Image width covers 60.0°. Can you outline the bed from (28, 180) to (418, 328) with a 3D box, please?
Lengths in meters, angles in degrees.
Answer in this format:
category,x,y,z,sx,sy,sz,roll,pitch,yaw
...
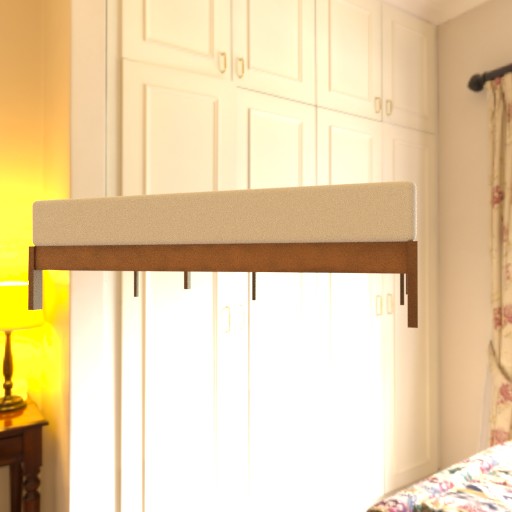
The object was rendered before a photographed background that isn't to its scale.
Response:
category,x,y,z,sx,sy,sz,roll,pitch,yaw
bed,0.000,0.000,3.068,2.049,0.616,1.930,0,-1,18
